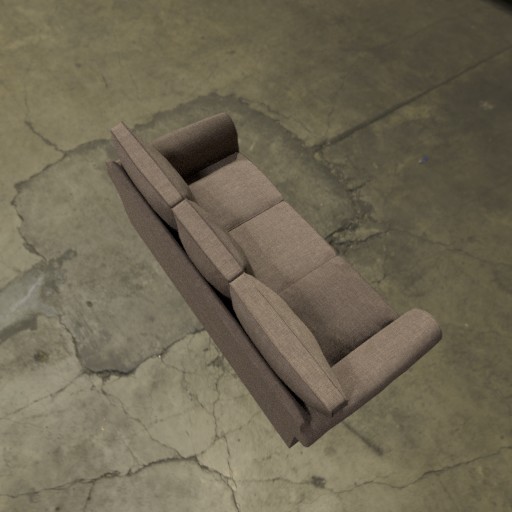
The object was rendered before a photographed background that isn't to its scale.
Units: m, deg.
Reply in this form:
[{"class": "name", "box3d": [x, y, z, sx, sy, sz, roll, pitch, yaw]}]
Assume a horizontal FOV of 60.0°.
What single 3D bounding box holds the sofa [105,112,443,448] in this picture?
[{"class": "sofa", "box3d": [0.000, 0.000, 2.688, 0.916, 0.961, 2.084, -31, 63, -18]}]
